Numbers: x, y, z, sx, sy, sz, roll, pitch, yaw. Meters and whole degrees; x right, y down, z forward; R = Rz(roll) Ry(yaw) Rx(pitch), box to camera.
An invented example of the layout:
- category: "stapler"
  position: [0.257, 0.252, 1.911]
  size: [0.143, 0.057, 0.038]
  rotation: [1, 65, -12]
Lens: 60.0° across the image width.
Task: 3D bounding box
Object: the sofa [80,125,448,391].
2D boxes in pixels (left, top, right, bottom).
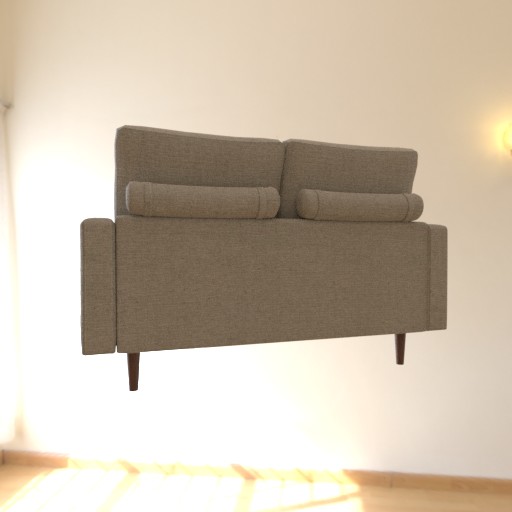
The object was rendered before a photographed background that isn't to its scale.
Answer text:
- category: "sofa"
  position: [0.000, 0.000, 1.955]
  size: [1.407, 0.907, 0.842]
  rotation: [0, 1, -18]
